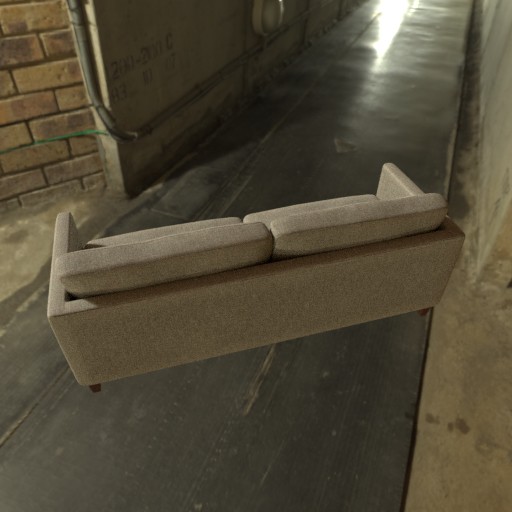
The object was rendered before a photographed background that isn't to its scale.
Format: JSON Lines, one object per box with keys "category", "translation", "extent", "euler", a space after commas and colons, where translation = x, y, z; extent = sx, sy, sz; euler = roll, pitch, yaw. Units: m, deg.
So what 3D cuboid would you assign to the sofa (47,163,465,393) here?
{"category": "sofa", "translation": [0.000, 0.000, 2.944], "extent": [2.434, 0.951, 0.948], "euler": [-11, 43, -12]}
